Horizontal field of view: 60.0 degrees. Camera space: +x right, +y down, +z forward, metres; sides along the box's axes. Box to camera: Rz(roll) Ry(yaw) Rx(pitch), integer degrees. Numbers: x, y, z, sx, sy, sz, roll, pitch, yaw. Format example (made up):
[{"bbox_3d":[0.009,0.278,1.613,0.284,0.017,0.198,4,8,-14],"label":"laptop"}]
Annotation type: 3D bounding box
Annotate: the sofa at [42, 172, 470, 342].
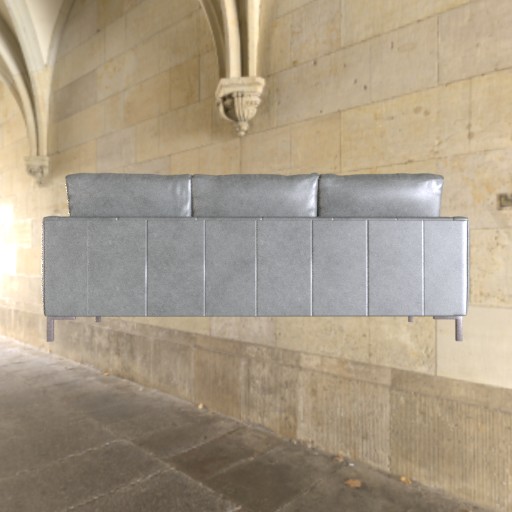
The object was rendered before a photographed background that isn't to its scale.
[{"bbox_3d":[0.000,0.000,2.431,2.029,0.805,0.748,0,-1,0],"label":"sofa"}]
